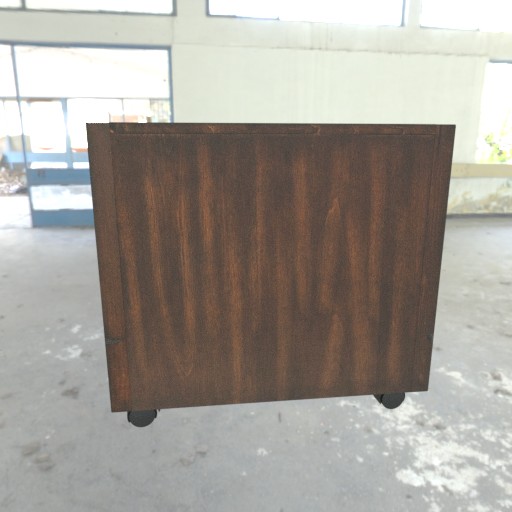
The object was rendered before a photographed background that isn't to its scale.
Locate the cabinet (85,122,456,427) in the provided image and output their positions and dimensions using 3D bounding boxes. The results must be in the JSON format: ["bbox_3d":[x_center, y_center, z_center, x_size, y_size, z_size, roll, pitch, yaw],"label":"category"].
[{"bbox_3d":[0.000,0.000,0.823,0.500,0.455,0.402,-2,14,-7],"label":"cabinet"}]
